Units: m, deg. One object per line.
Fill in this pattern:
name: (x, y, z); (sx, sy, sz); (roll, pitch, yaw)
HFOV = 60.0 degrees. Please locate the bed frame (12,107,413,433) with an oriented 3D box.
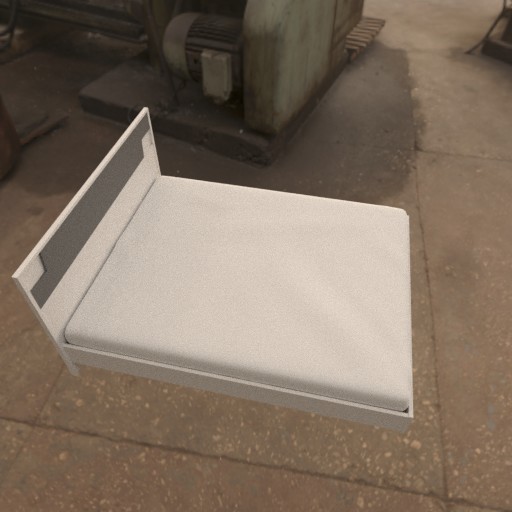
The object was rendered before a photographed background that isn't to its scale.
bed frame: (0.000, 0.000, 2.973); (2.100, 1.001, 1.711); (9, 48, 8)
